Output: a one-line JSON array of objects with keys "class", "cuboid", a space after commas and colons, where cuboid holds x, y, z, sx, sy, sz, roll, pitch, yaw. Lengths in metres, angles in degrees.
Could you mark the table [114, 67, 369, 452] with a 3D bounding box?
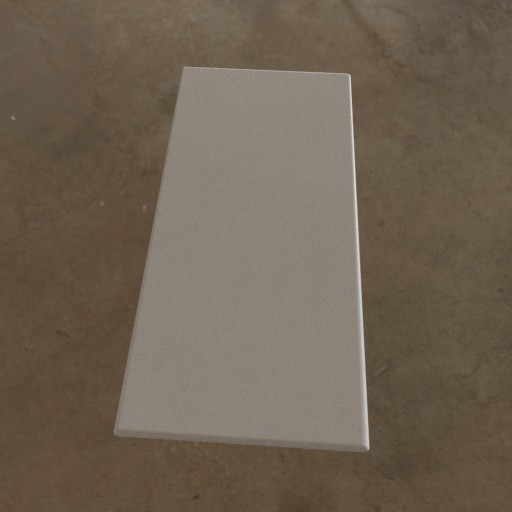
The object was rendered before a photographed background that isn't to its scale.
[{"class": "table", "cuboid": [0.000, 0.000, 1.461, 0.580, 0.487, 1.171, 3, 64, 2]}]
